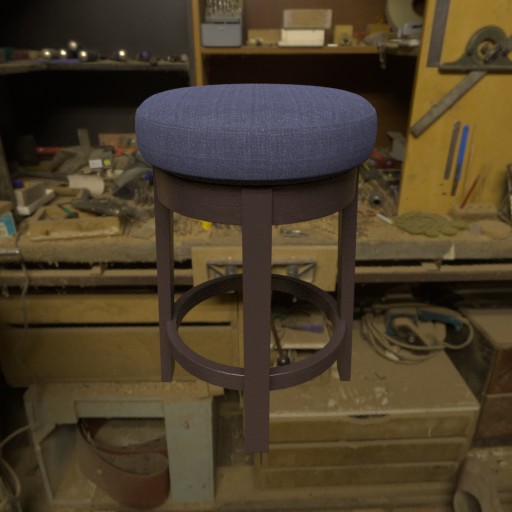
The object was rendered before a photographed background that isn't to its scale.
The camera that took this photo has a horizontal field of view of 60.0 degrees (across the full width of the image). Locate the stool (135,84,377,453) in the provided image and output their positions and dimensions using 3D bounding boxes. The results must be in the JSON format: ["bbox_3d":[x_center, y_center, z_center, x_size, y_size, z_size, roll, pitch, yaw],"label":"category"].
[{"bbox_3d":[0.000,0.000,0.930,0.449,0.655,0.449,0,27,0],"label":"stool"}]
